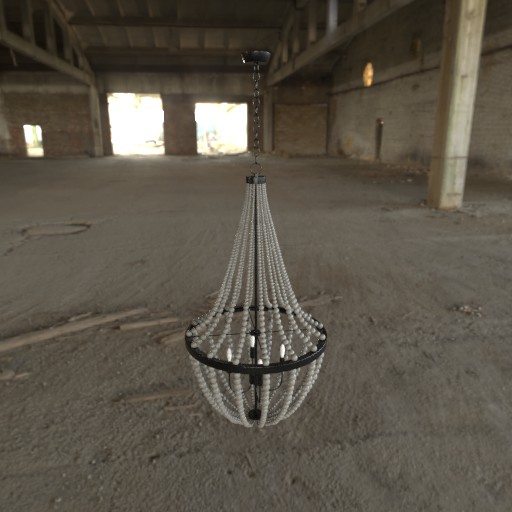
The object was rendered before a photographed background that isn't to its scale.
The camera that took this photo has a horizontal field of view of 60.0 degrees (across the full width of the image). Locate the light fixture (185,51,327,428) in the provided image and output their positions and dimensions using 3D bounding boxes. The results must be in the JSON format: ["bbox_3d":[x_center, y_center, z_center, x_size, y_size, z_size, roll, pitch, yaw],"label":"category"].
[{"bbox_3d":[0.000,0.000,1.348,0.450,1.133,0.450,0,16,0],"label":"light fixture"}]
